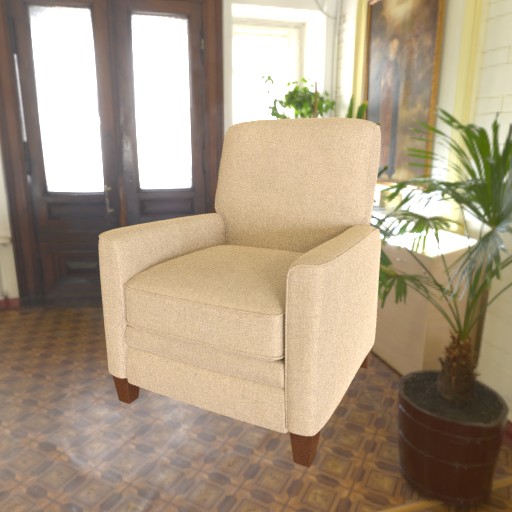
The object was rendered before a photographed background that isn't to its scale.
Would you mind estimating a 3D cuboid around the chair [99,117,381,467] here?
[{"bbox_3d":[0.000,0.000,1.666,0.845,1.023,0.859,7,16,27],"label":"chair"}]
